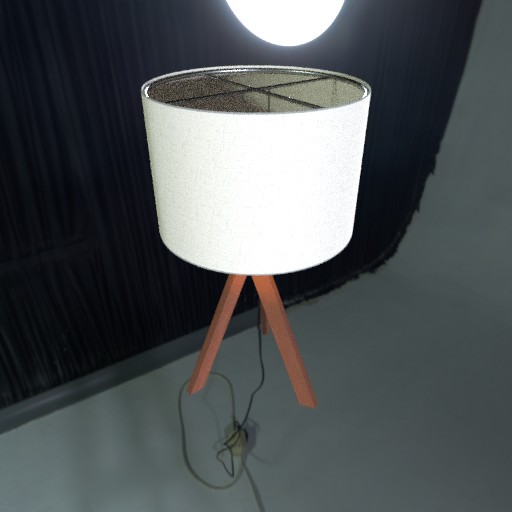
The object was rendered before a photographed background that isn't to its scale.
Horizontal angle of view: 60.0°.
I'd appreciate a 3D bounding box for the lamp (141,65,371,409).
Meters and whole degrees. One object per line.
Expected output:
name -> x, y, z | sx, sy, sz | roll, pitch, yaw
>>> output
lamp -> 0.000, 0.000, 0.931 | 0.380, 0.686, 0.380 | -22, 38, -30
